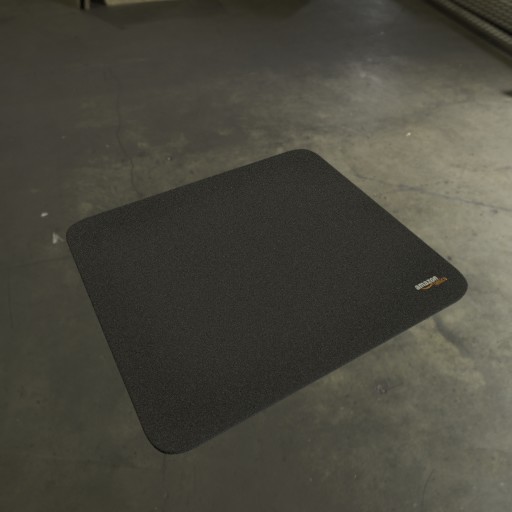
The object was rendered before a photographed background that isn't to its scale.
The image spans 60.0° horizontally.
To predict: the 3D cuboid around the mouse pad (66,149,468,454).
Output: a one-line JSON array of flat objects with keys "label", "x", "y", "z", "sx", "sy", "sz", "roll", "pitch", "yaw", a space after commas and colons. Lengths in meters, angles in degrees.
[{"label": "mouse pad", "x": 0.000, "y": 0.000, "z": 0.319, "sx": 0.229, "sy": 0.003, "sz": 0.203, "roll": -23, "pitch": 50, "yaw": -20}]
